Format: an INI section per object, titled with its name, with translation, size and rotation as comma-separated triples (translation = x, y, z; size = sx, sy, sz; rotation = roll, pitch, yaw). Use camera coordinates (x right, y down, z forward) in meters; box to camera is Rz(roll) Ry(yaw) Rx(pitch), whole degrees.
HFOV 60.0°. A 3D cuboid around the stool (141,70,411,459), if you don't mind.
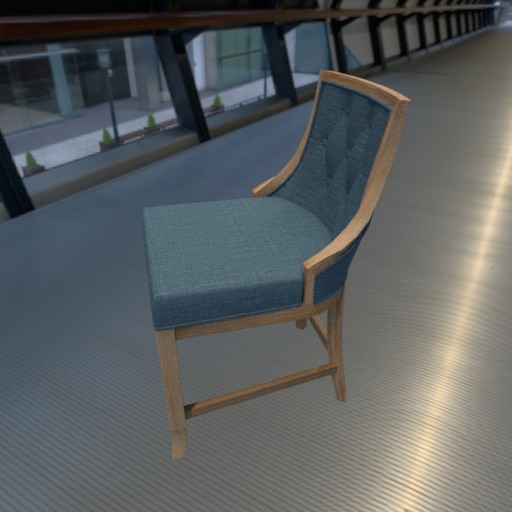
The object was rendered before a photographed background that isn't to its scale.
[stool]
translation = 0.000, 0.000, 1.295
size = 0.626, 0.938, 0.524
rotation = -8, 32, -13
